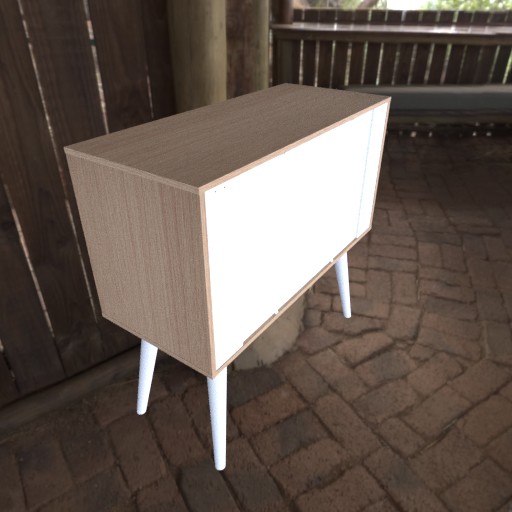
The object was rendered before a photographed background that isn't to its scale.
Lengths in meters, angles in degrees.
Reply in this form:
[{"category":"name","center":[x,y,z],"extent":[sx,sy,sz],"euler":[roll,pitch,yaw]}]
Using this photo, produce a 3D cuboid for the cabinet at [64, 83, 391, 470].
[{"category":"cabinet","center":[0.000,0.000,1.646],"extent":[0.470,1.016,1.057],"euler":[20,37,30]}]
